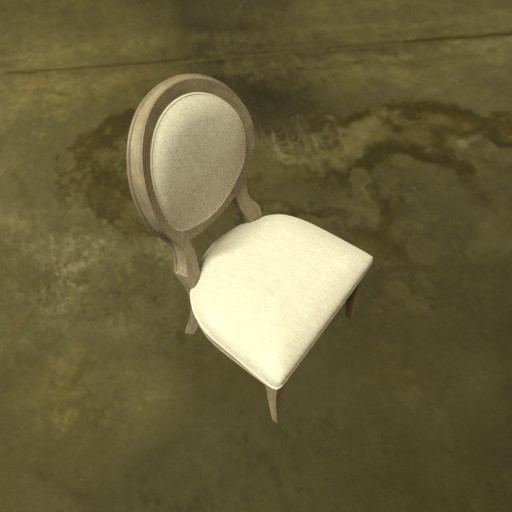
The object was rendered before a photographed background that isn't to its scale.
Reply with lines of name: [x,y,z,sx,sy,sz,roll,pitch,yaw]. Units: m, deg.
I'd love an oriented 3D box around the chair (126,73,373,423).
chair: [0.000,0.000,1.386,0.602,0.990,0.558,33,63,19]
